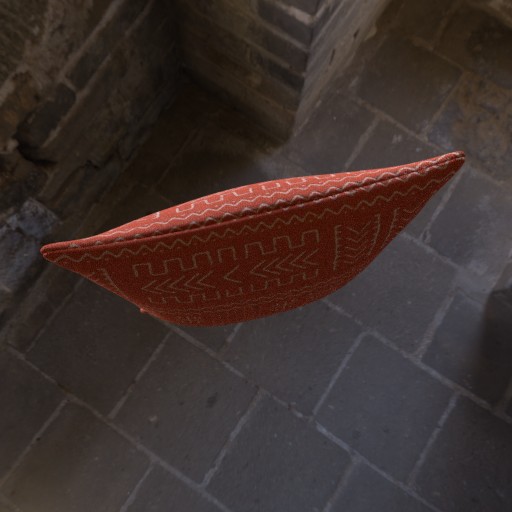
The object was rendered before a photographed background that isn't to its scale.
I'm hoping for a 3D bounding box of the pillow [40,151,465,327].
[{"bbox_3d":[0.000,0.000,0.636,0.438,0.429,0.164,-13,76,-3],"label":"pillow"}]
